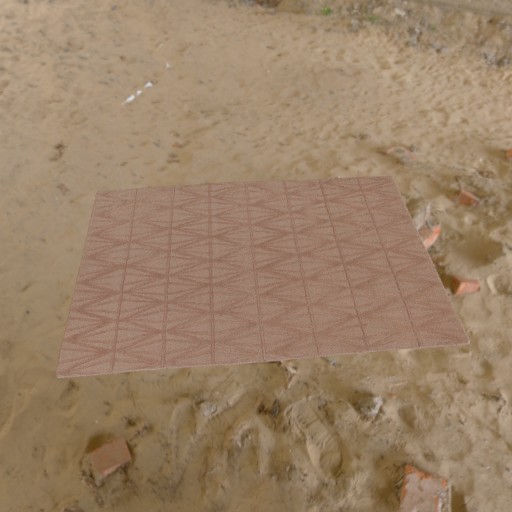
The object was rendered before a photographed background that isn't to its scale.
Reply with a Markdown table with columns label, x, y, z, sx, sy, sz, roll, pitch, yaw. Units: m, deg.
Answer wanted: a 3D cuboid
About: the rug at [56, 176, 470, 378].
| label | x | y | z | sx | sy | sz | roll | pitch | yaw |
| --- | --- | --- | --- | --- | --- | --- | --- | --- | --- |
| rug | 0.000 | 0.000 | 2.345 | 1.837 | 0.025 | 1.230 | -4 | 48 | -3 |
